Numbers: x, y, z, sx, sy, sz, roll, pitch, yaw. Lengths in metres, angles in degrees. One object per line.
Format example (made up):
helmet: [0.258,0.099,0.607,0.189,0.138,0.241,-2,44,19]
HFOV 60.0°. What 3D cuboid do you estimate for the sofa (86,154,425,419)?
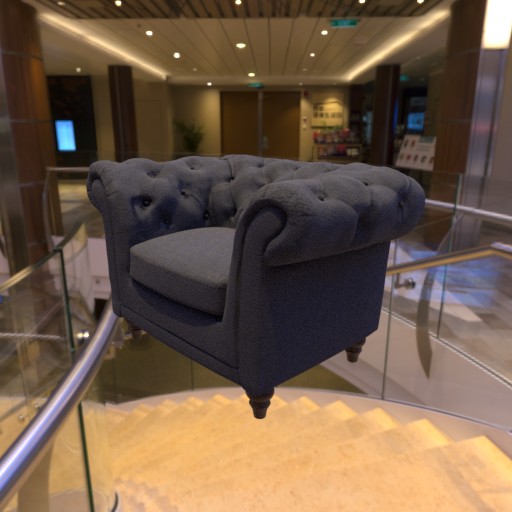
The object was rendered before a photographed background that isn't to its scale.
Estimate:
sofa: [0.000,0.000,2.074,1.032,0.878,1.405,-15,22,-42]
